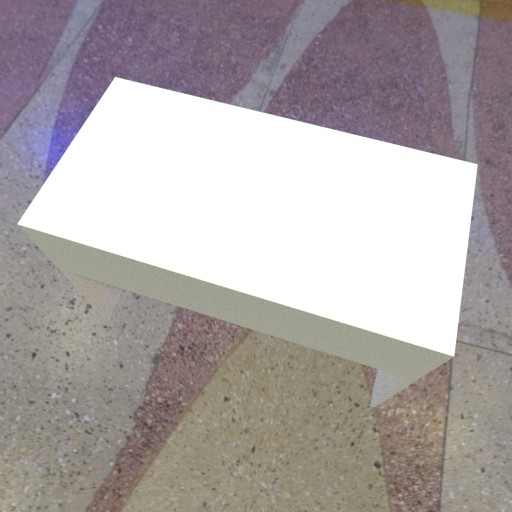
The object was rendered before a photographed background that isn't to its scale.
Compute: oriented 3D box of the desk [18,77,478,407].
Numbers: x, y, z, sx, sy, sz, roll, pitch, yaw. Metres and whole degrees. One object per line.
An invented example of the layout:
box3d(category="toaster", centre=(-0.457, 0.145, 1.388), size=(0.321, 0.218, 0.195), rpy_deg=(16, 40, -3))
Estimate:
box3d(category="desk", centre=(0.000, 0.000, 1.499), size=(1.100, 0.730, 0.560), rpy_deg=(16, 64, 8))
